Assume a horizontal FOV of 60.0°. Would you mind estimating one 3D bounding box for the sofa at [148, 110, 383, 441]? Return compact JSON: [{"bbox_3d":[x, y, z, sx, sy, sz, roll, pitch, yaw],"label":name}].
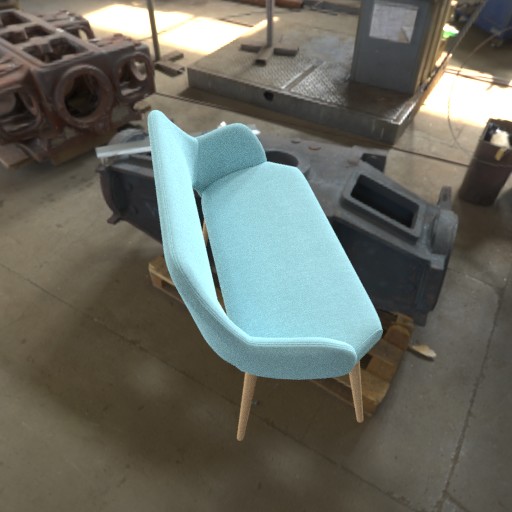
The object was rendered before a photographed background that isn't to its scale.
[{"bbox_3d":[0.000,0.000,1.630,0.610,0.840,1.150,-10,46,-9],"label":"sofa"}]
